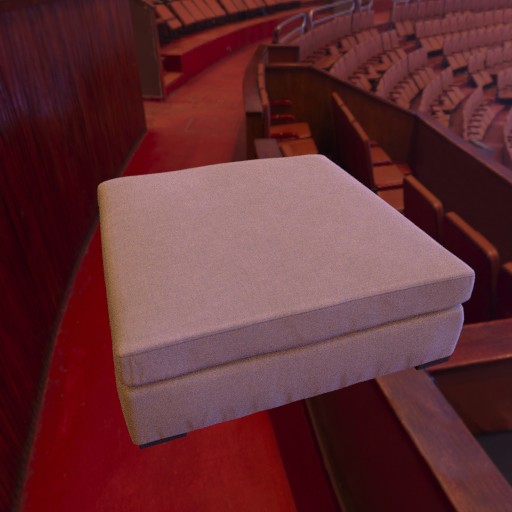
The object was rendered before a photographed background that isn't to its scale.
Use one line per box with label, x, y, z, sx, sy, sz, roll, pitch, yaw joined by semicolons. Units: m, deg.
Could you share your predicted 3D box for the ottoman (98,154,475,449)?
ottoman;0.000;0.000;1.817;1.203;0.517;1.171;-11;35;-16
